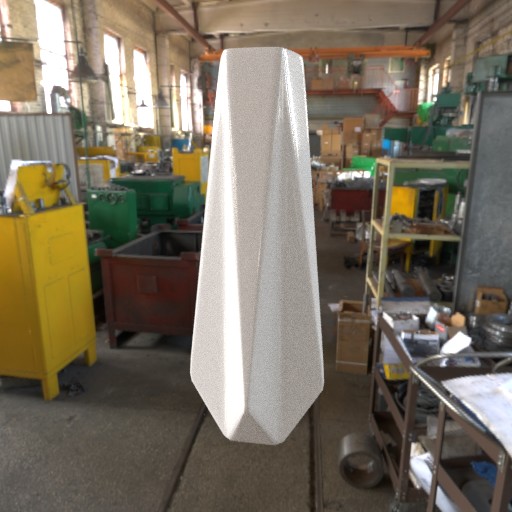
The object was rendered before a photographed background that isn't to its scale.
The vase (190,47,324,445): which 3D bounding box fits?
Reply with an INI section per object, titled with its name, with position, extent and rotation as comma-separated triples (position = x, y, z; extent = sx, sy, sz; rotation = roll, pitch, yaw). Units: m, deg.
[vase]
position = 0.000, 0.000, 0.395
extent = 0.122, 0.329, 0.116
rotation = -7, 16, -26
